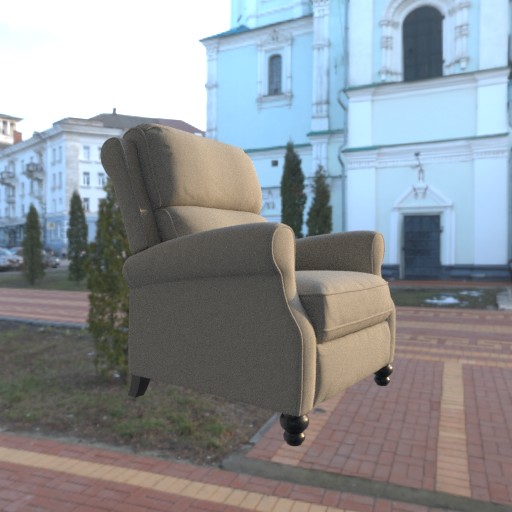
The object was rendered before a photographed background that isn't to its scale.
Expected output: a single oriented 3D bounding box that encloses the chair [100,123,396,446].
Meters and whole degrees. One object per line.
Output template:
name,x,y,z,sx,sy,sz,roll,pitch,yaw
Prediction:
chair,0.000,0.000,1.751,0.919,1.046,0.859,1,1,37
